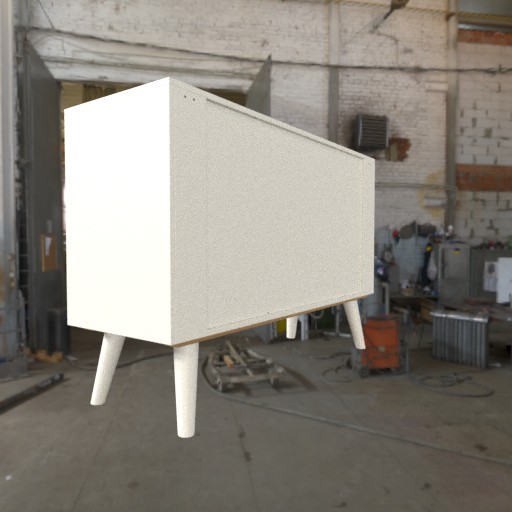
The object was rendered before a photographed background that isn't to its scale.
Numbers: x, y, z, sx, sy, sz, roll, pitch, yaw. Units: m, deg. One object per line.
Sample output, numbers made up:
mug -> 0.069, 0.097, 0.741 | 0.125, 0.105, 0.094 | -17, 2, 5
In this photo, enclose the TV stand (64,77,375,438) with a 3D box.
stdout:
TV stand -> 0.000, 0.000, 1.567 | 0.406, 0.812, 1.193 | 1, 2, 36
